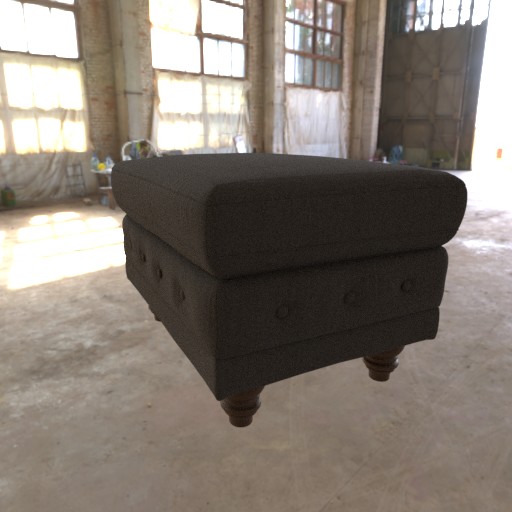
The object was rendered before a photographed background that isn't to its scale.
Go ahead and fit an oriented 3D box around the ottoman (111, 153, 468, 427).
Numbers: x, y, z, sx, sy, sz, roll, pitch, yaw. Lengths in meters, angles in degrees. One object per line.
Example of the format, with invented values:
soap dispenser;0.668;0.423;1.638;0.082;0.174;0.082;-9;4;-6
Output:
ottoman;0.000;0.000;1.127;0.569;0.500;0.771;-8;17;-26
